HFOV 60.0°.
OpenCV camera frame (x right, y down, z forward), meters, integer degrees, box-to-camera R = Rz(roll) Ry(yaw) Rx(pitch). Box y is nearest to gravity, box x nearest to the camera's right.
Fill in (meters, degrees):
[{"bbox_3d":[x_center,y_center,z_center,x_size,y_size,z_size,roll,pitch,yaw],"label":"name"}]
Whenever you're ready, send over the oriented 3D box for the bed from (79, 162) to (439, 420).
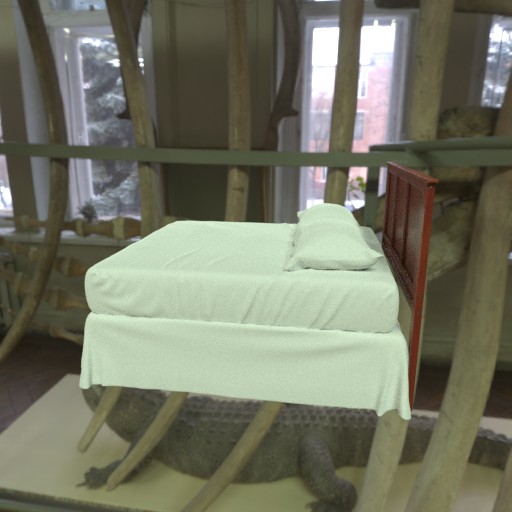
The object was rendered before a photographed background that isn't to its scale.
[{"bbox_3d":[0.000,0.000,3.209,2.050,1.270,1.870,2,15,9],"label":"bed"}]
